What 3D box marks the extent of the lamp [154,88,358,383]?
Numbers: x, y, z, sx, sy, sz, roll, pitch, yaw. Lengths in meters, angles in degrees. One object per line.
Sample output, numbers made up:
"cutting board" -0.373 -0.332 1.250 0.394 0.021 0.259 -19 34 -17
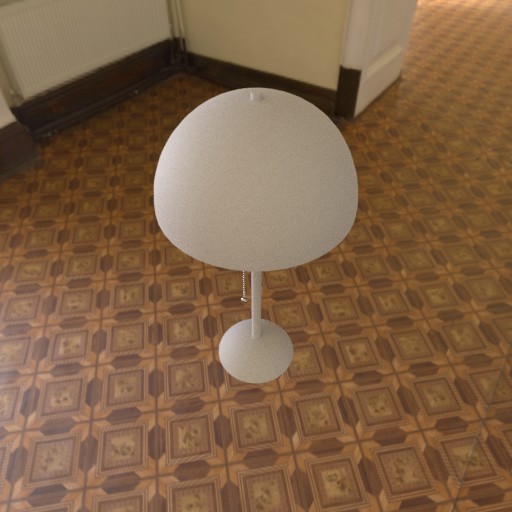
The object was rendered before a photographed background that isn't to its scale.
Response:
"lamp" 0.000 0.000 0.431 0.171 0.330 0.171 0 46 0
